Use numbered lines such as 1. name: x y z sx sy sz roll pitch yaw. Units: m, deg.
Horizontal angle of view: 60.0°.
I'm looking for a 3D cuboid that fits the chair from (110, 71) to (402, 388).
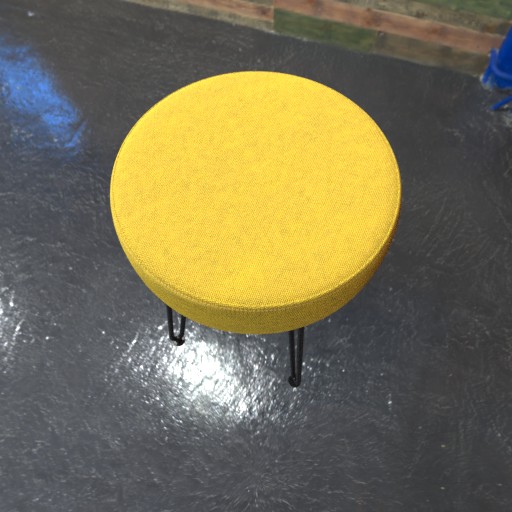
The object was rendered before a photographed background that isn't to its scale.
1. chair: 0.000 0.000 0.706 0.345 0.455 0.345 17 65 8
